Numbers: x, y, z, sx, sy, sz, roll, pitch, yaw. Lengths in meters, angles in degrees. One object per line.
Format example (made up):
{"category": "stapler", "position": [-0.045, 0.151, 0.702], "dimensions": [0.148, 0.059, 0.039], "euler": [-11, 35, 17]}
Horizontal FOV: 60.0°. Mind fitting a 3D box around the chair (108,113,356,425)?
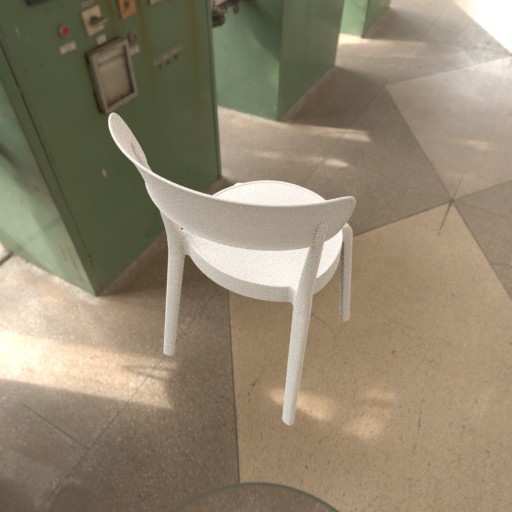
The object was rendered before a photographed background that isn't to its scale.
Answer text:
{"category": "chair", "position": [0.000, 0.000, 1.133], "dimensions": [0.506, 0.790, 0.491], "euler": [24, 51, 20]}
